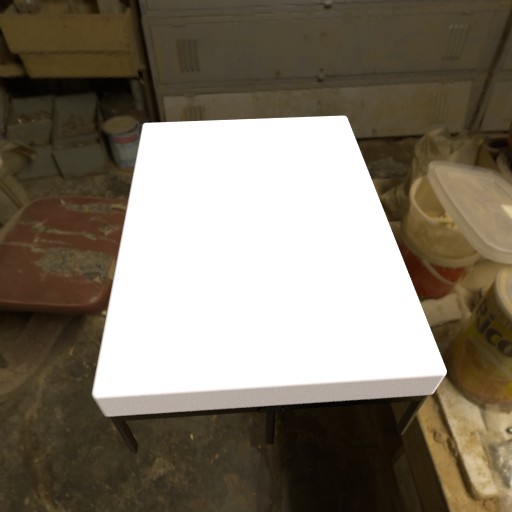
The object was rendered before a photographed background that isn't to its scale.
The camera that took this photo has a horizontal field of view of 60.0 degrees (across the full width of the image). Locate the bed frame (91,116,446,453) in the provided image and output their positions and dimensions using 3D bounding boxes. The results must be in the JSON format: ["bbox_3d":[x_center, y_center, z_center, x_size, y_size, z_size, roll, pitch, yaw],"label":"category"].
[{"bbox_3d":[0.000,0.000,2.614,1.408,0.659,1.956,-3,48,-3],"label":"bed frame"}]
